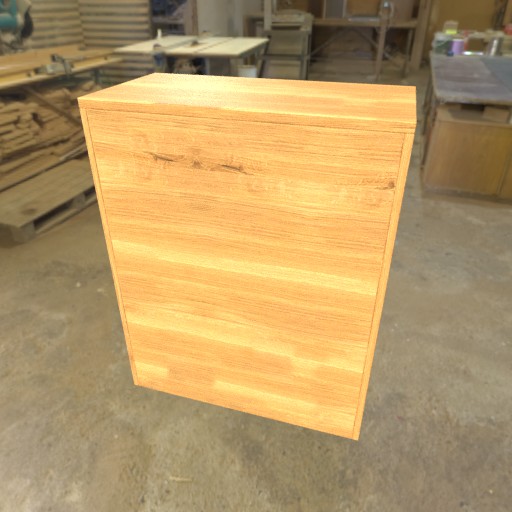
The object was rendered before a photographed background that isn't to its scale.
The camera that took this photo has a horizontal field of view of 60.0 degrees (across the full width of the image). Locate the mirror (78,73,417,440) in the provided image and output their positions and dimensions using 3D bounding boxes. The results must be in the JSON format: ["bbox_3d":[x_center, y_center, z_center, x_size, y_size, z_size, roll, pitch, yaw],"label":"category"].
[{"bbox_3d":[0.000,0.000,1.414,0.800,1.000,0.400,9,32,14],"label":"mirror"}]
